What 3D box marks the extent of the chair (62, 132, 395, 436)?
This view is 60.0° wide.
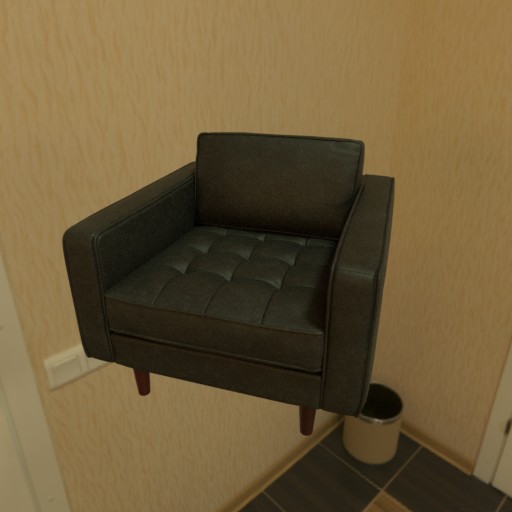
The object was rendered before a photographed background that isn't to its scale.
[{"bbox_3d":[0.000,0.000,1.567,0.889,0.763,0.914,8,26,16],"label":"chair"}]
